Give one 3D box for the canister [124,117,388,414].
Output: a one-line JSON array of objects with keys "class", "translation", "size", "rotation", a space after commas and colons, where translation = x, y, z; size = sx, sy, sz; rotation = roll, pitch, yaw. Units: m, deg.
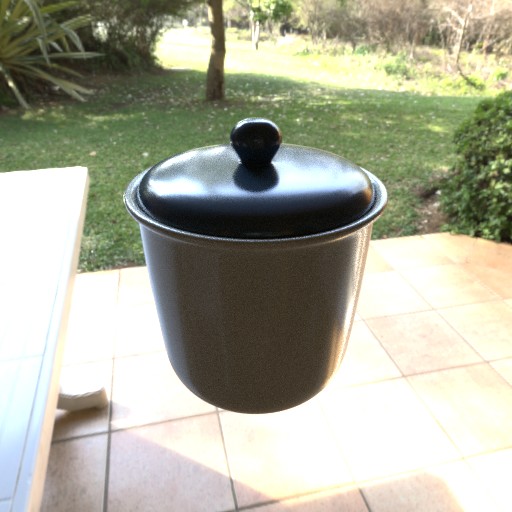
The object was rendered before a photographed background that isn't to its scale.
[{"class": "canister", "translation": [0.000, 0.000, 0.343], "size": [0.182, 0.208, 0.182], "rotation": [0, 29, 0]}]
